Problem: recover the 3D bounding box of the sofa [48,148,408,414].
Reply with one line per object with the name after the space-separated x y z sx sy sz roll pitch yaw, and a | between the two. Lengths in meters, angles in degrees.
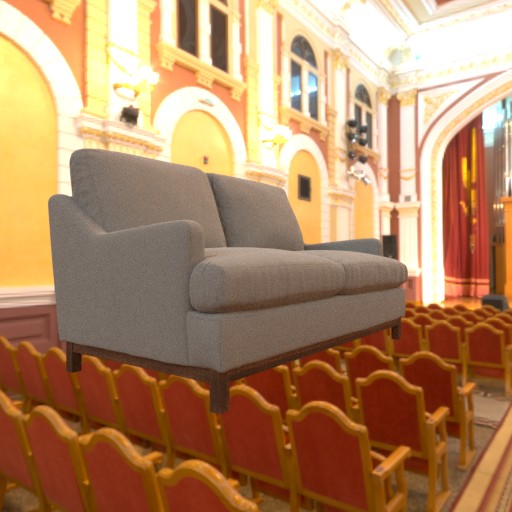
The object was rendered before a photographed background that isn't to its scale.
0.000 0.000 2.149 0.987 0.921 1.589 0 -1 37 | sofa
